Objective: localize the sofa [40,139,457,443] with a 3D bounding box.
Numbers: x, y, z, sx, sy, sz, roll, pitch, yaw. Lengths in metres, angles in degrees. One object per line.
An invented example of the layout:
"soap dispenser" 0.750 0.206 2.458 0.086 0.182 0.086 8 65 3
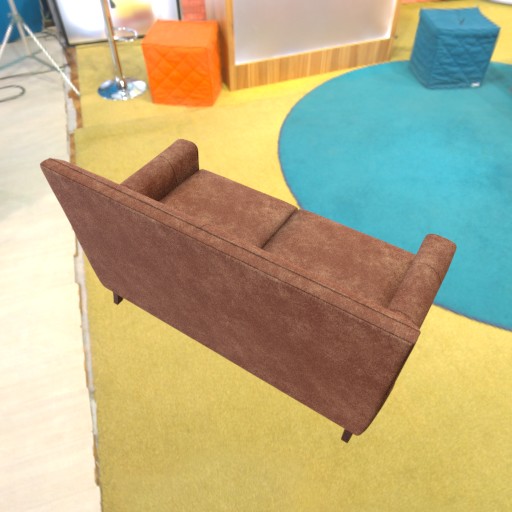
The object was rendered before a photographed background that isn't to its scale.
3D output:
"sofa" 0.000 0.000 1.948 1.473 0.871 0.787 25 51 22
